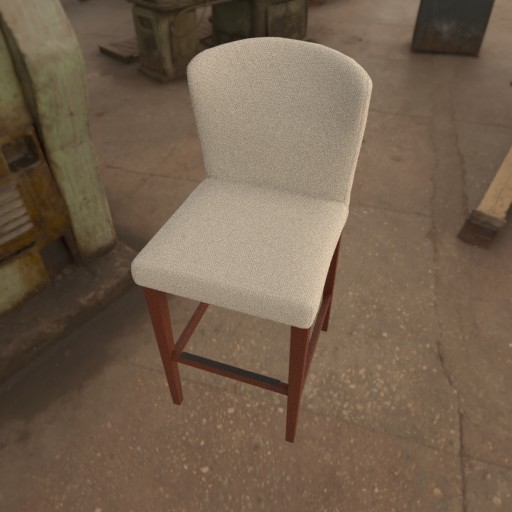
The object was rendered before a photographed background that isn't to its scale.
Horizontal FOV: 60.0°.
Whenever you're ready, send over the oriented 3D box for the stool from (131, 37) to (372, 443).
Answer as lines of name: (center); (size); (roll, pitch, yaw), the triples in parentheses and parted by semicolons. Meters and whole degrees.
stool: (0.000, 0.000, 1.320); (0.481, 1.069, 0.568); (13, 43, 14)
